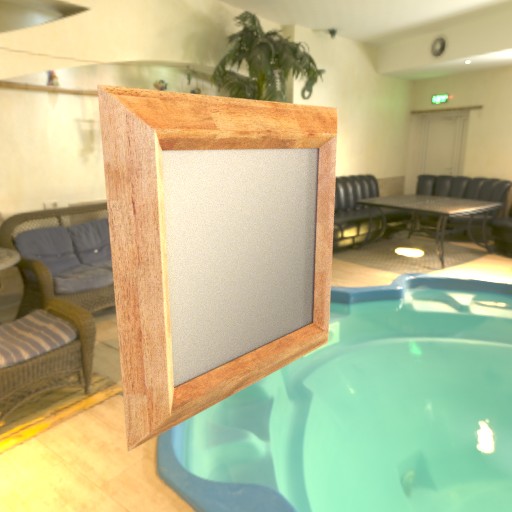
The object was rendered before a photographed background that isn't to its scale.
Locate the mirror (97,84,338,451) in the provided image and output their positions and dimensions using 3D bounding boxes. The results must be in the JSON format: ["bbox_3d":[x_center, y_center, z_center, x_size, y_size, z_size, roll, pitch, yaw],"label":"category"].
[{"bbox_3d":[0.000,0.000,0.968,0.047,0.651,0.651,13,19,42],"label":"mirror"}]
